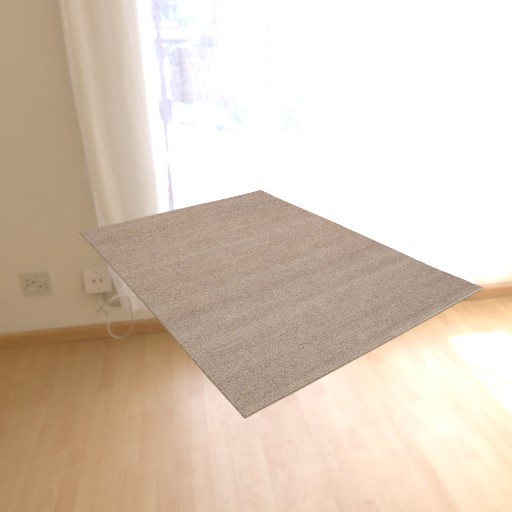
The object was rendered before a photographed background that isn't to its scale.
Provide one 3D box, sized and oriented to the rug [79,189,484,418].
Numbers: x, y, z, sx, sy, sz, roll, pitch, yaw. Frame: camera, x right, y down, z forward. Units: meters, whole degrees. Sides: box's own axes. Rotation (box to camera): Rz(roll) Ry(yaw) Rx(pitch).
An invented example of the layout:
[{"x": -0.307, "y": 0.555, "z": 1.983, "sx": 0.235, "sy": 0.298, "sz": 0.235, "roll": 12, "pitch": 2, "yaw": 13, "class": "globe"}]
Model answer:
[{"x": 0.000, "y": 0.000, "z": 4.307, "sx": 2.467, "sy": 0.046, "sz": 3.245, "roll": -18, "pitch": 32, "yaw": -31, "class": "rug"}]
